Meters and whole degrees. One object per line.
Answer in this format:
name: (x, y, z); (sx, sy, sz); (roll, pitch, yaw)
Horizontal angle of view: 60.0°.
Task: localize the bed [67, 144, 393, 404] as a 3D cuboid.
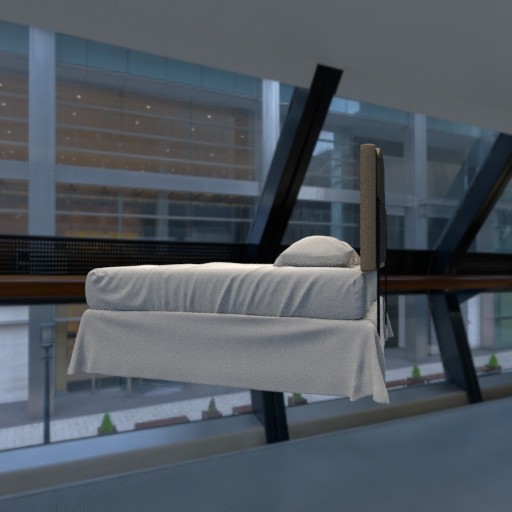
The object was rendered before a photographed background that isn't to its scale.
bed: (0.000, 0.000, 3.782); (2.222, 1.651, 2.311); (0, -1, 18)
